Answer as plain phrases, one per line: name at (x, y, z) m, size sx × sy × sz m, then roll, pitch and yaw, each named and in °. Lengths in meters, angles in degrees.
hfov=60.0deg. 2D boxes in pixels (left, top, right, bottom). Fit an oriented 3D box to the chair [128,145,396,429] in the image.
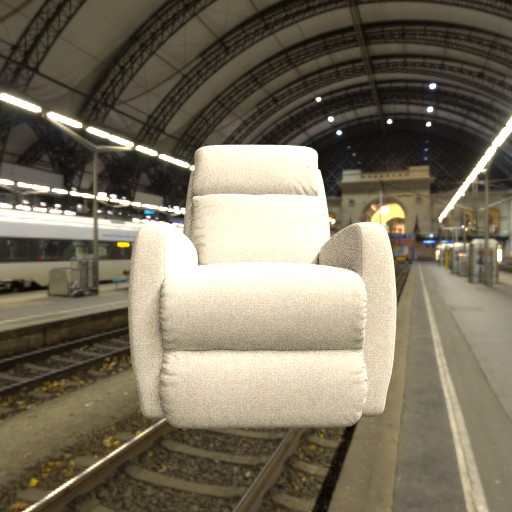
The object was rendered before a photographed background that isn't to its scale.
chair at (0.000, 0.000, 1.686) m, size 0.812 × 1.015 × 0.941 m, roll 0°, pitch 0°, yaw -1°
